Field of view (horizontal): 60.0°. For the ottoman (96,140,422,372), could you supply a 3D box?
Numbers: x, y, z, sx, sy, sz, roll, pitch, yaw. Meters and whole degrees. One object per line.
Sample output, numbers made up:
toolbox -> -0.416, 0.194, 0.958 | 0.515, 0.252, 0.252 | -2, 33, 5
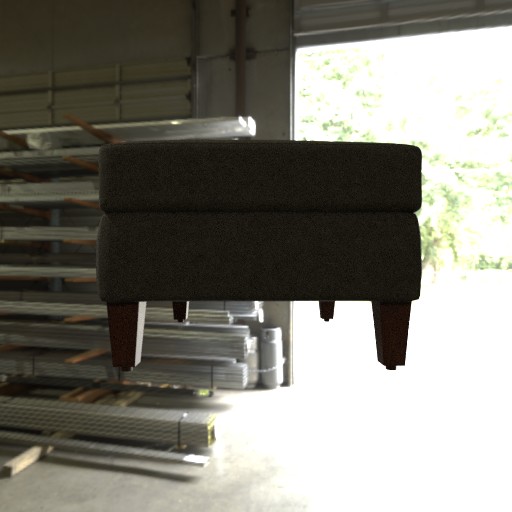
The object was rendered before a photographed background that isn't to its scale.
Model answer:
ottoman -> 0.000, 0.000, 1.242 | 0.639, 0.464, 0.839 | 0, -1, -1
